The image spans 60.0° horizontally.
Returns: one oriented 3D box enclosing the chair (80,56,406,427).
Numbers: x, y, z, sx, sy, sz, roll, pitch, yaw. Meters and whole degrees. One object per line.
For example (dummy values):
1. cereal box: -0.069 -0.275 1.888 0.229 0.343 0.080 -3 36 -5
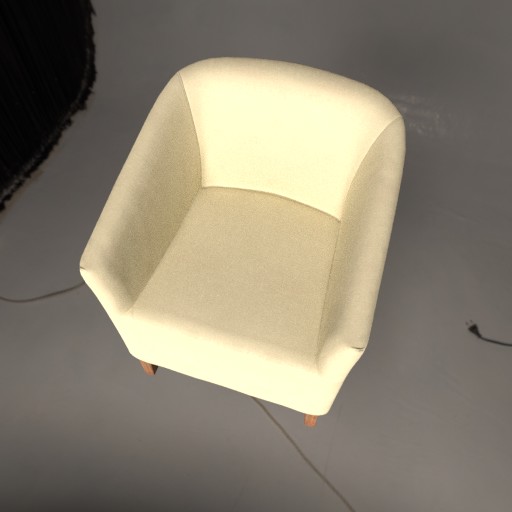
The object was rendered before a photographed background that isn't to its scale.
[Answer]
1. chair: 0.000 0.000 1.280 0.643 0.822 0.657 15 59 9
